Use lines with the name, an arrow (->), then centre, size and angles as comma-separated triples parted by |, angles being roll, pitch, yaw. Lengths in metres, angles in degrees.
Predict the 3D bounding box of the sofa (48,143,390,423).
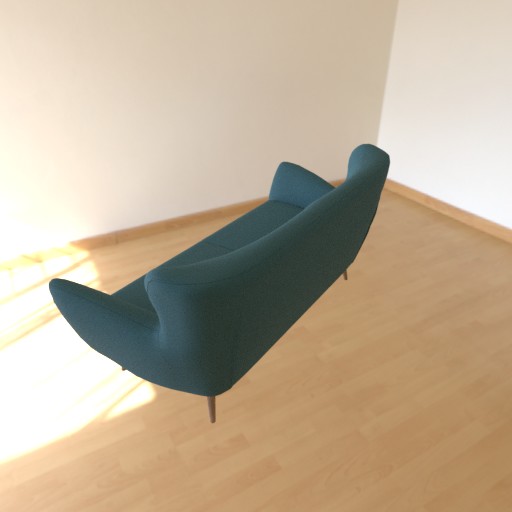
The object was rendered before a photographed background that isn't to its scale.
sofa -> 0.000, 0.000, 2.424 | 0.889, 0.890, 1.930 | 19, 36, 29
